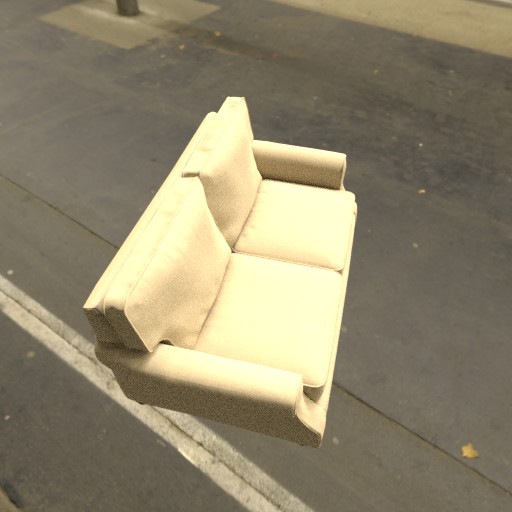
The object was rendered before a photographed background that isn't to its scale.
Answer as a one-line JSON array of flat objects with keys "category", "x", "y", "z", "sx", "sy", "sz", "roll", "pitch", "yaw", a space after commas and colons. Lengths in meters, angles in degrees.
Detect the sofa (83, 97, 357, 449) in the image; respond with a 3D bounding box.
[{"category": "sofa", "x": 0.000, "y": 0.000, "z": 2.266, "sx": 0.964, "sy": 0.937, "sz": 1.665, "roll": 10, "pitch": 48, "yaw": 10}]
